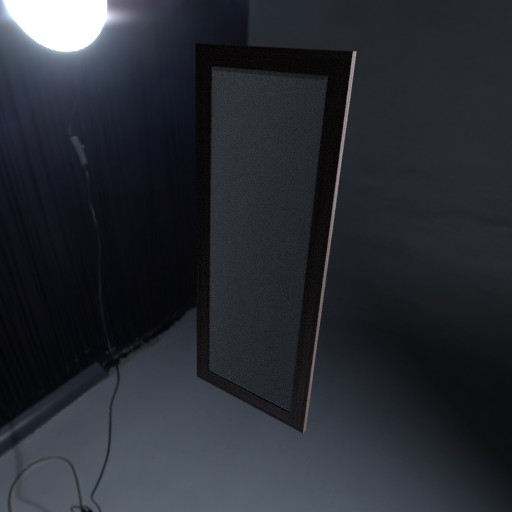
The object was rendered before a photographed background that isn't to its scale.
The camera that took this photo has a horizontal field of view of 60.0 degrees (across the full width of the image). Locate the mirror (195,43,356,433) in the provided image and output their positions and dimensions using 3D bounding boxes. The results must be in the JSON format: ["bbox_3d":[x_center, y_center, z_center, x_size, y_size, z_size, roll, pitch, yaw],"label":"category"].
[{"bbox_3d":[0.000,0.000,2.371,0.812,2.020,0.221,18,34,29],"label":"mirror"}]
